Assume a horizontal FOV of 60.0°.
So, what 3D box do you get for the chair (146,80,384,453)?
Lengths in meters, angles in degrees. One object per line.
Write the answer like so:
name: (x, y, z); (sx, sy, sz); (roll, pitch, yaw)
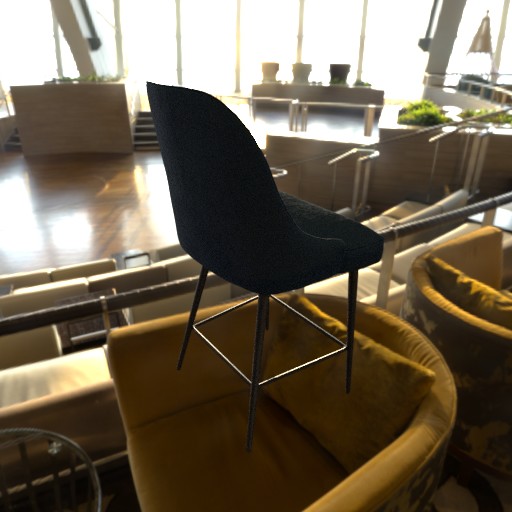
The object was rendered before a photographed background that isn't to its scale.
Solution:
chair: (0.000, 0.000, 1.241); (0.489, 0.927, 0.526); (-18, 31, -32)
